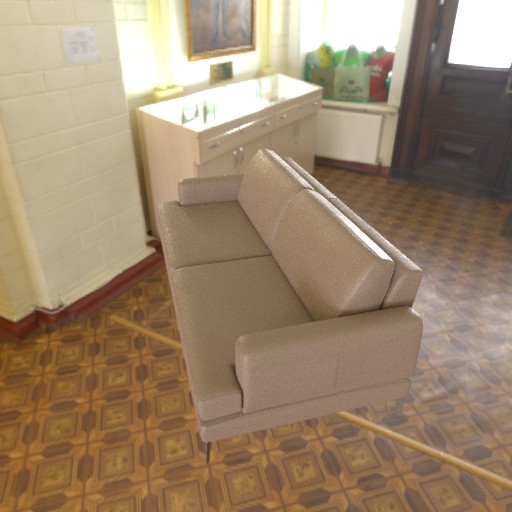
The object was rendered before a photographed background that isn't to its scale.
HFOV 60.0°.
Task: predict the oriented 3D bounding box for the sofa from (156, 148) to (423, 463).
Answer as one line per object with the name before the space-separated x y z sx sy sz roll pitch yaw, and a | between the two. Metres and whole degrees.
sofa | 0.000 0.000 2.494 0.974 0.765 1.940 -8 30 -14
